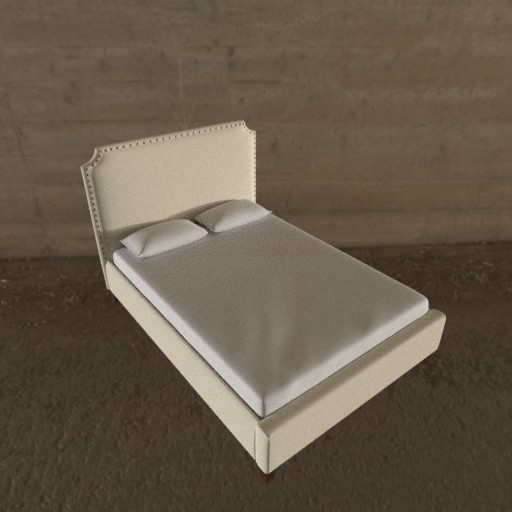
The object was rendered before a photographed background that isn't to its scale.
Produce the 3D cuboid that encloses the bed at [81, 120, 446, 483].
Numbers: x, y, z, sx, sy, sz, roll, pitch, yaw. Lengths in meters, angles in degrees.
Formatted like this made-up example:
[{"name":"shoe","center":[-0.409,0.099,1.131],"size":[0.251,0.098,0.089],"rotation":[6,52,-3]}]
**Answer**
[{"name":"bed","center":[0.000,0.000,3.444],"size":[1.712,1.443,2.372],"rotation":[-22,37,-32]}]
